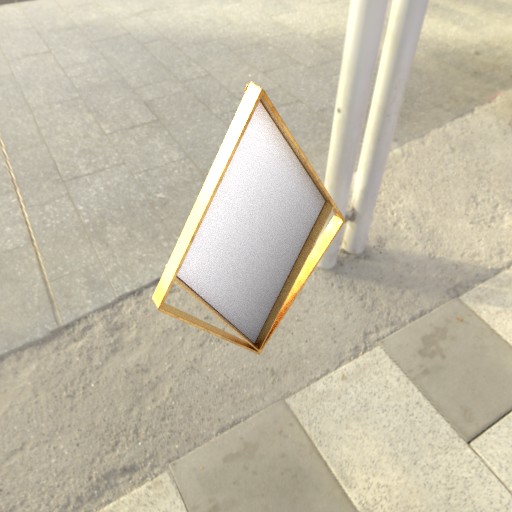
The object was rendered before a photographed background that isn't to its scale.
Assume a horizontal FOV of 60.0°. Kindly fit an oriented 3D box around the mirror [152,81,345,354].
[{"bbox_3d":[0.000,0.000,0.848,0.419,0.679,0.032,-25,52,-22],"label":"mirror"}]
